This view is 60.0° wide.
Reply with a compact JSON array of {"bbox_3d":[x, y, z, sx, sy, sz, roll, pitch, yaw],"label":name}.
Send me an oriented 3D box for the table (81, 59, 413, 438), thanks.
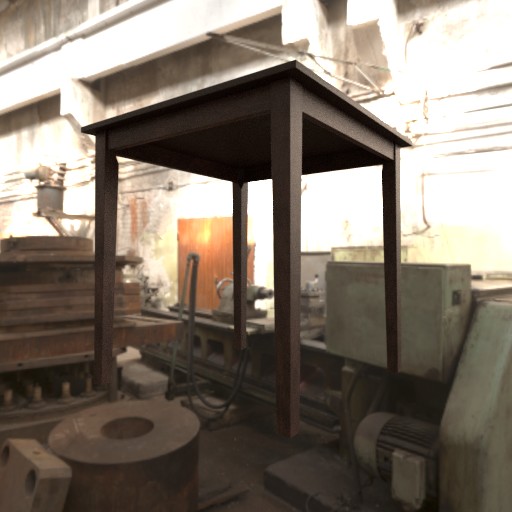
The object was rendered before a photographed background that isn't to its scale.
[{"bbox_3d":[0.000,0.000,1.399,0.749,0.770,0.749,-1,-1,36],"label":"table"}]
